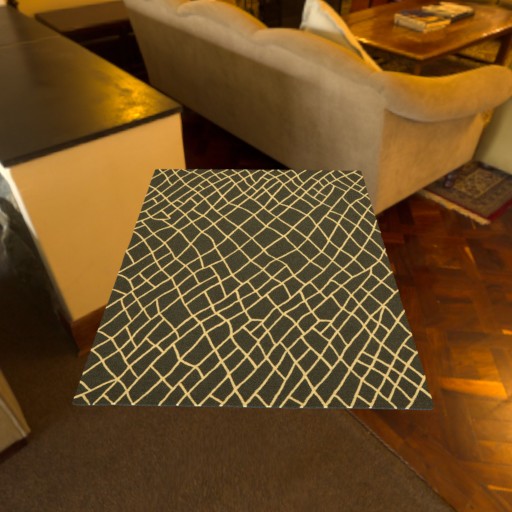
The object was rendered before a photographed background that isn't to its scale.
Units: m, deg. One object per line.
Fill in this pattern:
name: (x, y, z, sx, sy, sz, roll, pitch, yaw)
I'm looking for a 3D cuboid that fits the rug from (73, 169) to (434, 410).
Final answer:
rug: (0.000, 0.000, 4.102, 2.439, 0.022, 3.047, 1, 42, 1)
